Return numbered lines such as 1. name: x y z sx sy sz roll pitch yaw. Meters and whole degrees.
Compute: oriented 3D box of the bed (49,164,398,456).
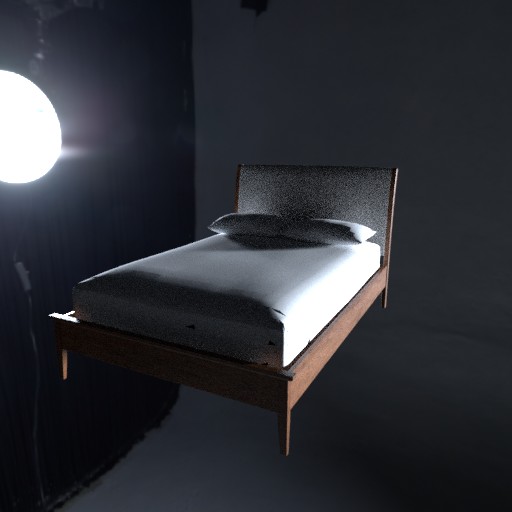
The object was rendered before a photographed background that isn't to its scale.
1. bed: 0.000 0.000 3.323 1.612 1.250 2.380 7 16 27
